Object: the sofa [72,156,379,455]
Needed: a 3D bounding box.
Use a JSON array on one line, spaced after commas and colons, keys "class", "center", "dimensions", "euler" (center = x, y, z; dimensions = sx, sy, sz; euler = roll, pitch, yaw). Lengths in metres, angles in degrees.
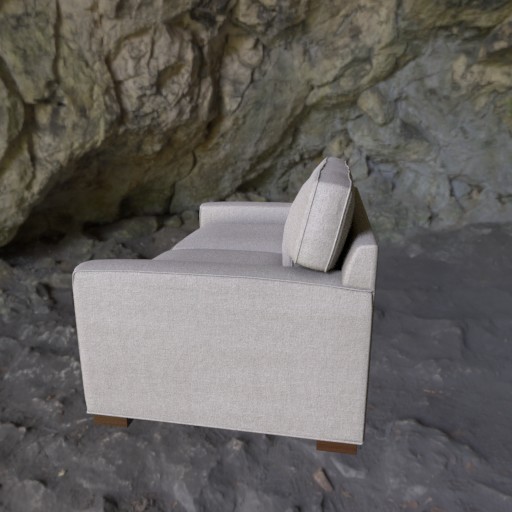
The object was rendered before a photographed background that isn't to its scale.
[{"class": "sofa", "center": [0.000, 0.000, 2.036], "dimensions": [0.940, 0.853, 1.484], "euler": [3, 15, 10]}]
